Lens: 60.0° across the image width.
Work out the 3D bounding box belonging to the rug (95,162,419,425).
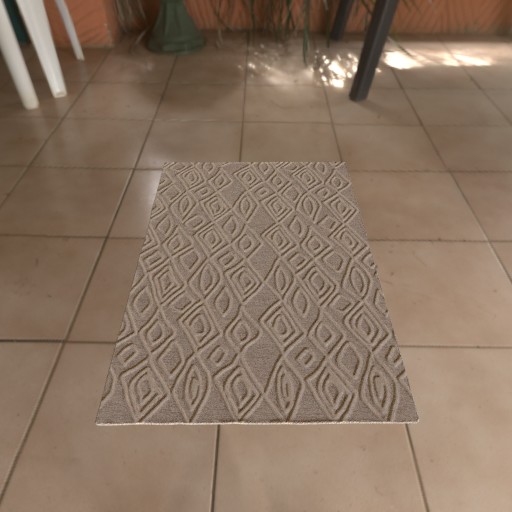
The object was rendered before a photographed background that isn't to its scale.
[{"bbox_3d":[0.000,0.000,2.323,1.224,0.016,1.832,0,43,0],"label":"rug"}]
